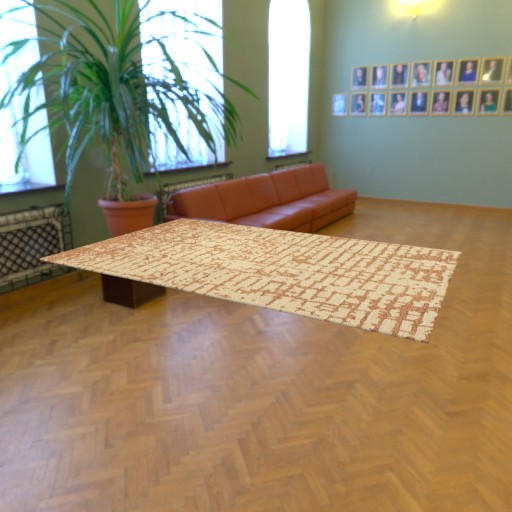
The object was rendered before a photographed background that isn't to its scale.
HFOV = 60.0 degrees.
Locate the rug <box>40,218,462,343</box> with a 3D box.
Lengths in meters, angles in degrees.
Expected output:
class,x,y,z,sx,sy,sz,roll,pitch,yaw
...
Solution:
class,x,y,z,sx,sy,sz,roll,pitch,yaw
rug,0.000,0.000,3.005,2.435,0.011,1.517,9,19,27
